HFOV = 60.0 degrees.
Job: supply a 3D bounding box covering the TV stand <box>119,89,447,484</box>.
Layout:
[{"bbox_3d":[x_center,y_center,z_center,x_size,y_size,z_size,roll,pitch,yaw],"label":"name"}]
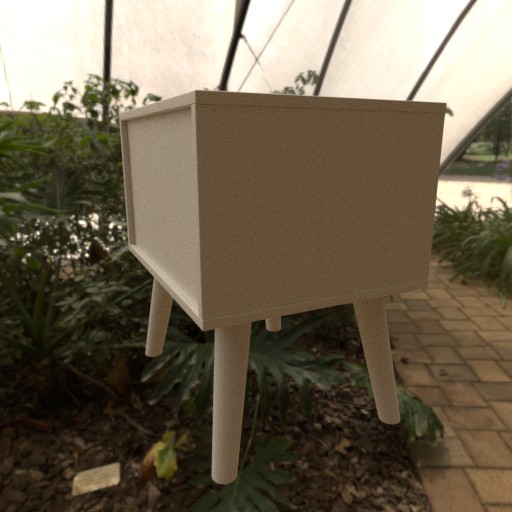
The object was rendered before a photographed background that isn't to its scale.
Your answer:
[{"bbox_3d":[0.000,0.000,0.886,0.405,0.559,0.508,-7,16,-25],"label":"TV stand"}]
